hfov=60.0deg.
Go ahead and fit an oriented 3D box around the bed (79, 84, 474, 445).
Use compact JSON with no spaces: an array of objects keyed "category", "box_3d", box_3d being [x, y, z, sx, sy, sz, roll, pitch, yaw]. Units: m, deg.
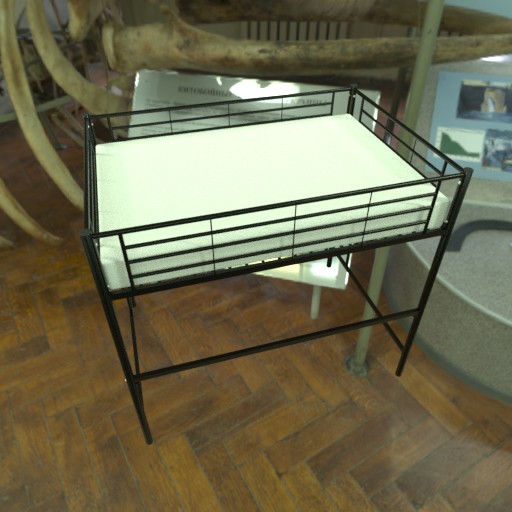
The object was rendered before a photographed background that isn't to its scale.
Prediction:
[{"category":"bed","box_3d":[0.000,0.000,3.192,1.994,1.803,1.397,-11,41,-13]}]
